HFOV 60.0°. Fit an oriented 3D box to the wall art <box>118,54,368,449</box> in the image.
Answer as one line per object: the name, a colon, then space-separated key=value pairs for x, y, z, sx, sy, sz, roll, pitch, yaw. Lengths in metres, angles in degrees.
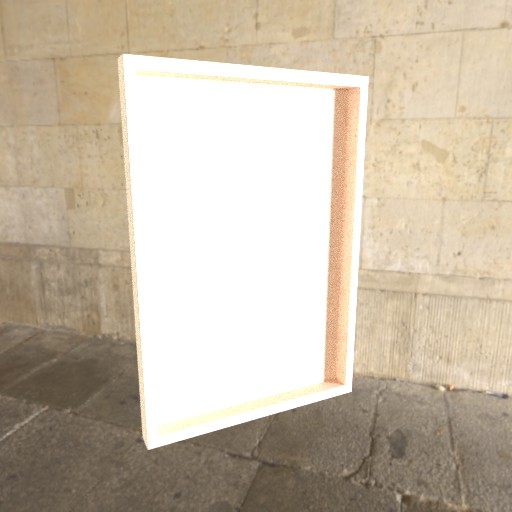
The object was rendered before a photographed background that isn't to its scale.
wall art: x=0.000 y=0.000 z=0.771 sx=0.418 sy=0.608 sz=0.038 roll=-6 pitch=15 yaw=-25
